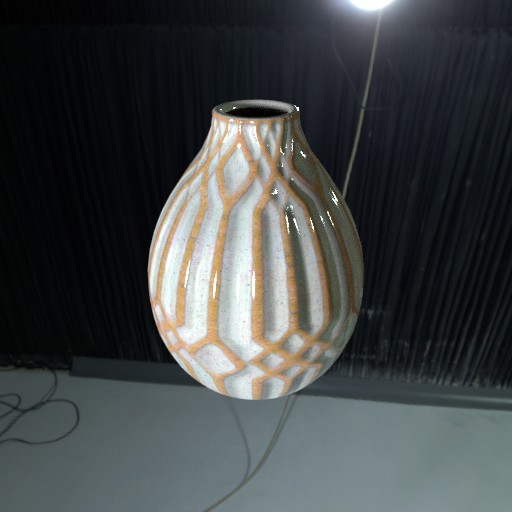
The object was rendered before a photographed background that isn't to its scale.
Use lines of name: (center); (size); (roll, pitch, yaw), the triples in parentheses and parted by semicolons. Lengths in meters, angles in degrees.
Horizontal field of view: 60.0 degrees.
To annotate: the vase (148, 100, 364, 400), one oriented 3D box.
vase: (0.000, 0.000, 0.270); (0.131, 0.175, 0.131); (0, 31, 0)
